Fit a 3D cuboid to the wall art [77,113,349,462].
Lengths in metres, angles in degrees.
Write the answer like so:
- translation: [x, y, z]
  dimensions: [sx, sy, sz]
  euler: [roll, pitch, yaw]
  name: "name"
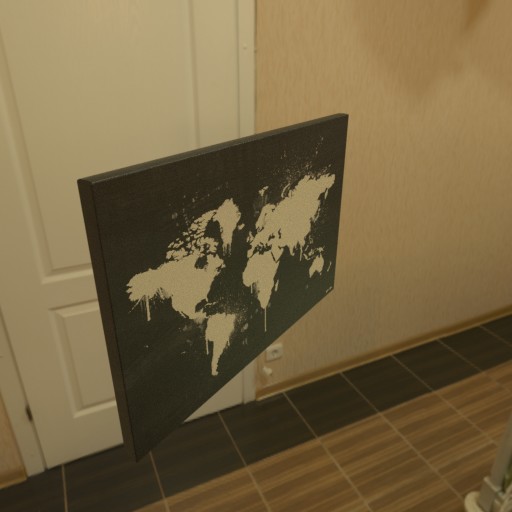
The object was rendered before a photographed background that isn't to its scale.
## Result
- translation: [0.000, 0.000, 1.149]
  dimensions: [0.038, 0.612, 0.912]
  euler: [17, 30, 32]
  name: "wall art"
